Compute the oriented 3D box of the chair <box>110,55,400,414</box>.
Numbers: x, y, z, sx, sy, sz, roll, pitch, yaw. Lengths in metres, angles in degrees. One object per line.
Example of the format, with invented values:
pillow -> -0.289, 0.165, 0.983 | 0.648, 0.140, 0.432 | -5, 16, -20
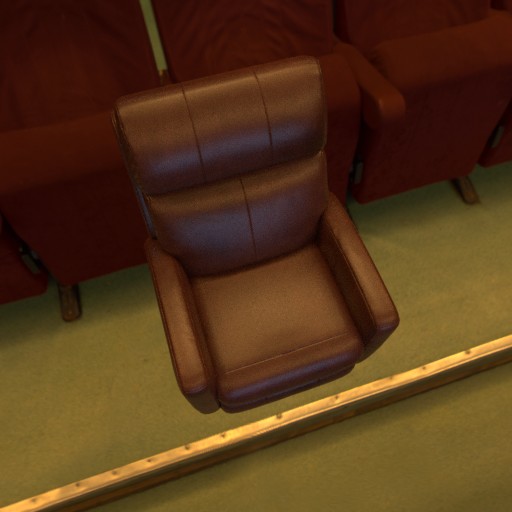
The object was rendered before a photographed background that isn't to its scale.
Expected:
chair -> 0.000, 0.000, 1.665 | 0.787, 1.016, 0.939 | -16, 64, -8
